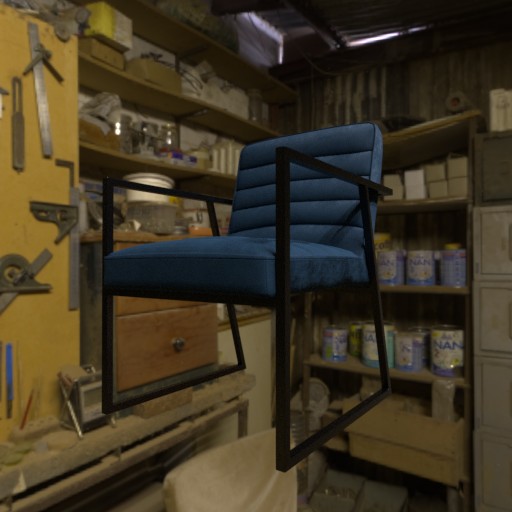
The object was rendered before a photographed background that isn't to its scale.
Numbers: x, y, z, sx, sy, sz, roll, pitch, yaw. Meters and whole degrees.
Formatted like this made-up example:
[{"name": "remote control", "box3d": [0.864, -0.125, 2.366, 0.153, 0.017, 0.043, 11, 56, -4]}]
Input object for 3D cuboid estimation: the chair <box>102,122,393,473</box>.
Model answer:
[{"name": "chair", "box3d": [0.000, 0.000, 1.259, 0.571, 0.833, 0.677, 0, -1, 36]}]
